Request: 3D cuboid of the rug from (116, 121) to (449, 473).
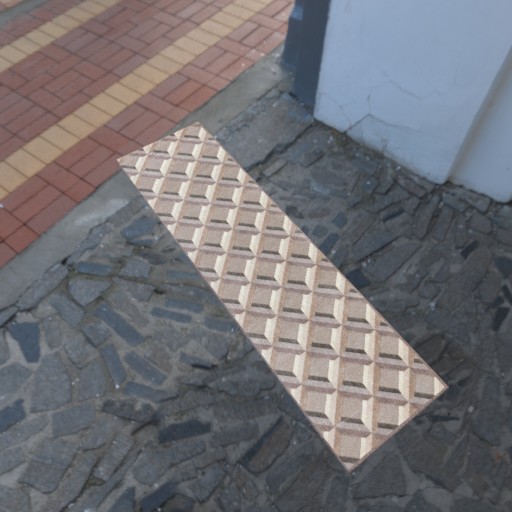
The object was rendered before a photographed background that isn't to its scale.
[{"bbox_3d":[0.000,0.000,2.679,0.685,0.013,2.437,-31,63,-18],"label":"rug"}]
